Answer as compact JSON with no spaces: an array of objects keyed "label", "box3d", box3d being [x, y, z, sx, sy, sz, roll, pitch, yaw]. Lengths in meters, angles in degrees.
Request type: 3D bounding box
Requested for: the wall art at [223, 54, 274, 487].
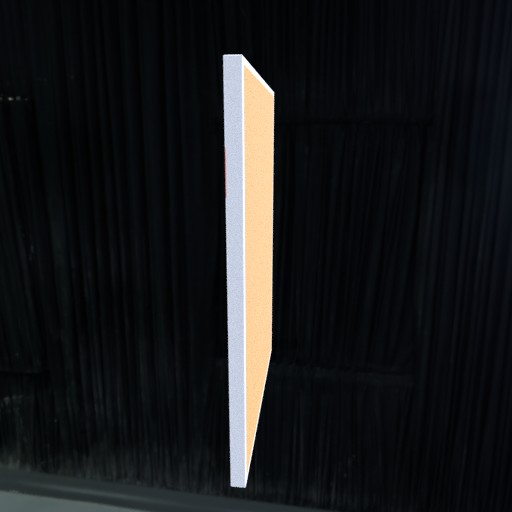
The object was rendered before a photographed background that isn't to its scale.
[{"label":"wall art","box3d":[0.000,0.000,1.634,0.046,1.221,0.914,2,15,7]}]
